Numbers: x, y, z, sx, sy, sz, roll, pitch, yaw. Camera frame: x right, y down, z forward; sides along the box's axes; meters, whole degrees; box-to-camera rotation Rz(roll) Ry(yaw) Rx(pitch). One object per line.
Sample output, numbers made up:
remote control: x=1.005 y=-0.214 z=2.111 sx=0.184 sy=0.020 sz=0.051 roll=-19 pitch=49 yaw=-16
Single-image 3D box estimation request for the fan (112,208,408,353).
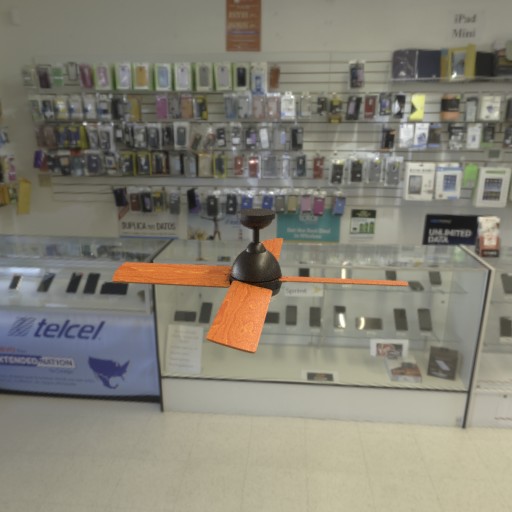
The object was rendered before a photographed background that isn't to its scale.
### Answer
fan: x=0.000 y=0.000 z=1.996 sx=1.332 sy=0.403 sz=1.332 roll=2 pitch=17 yaw=7
